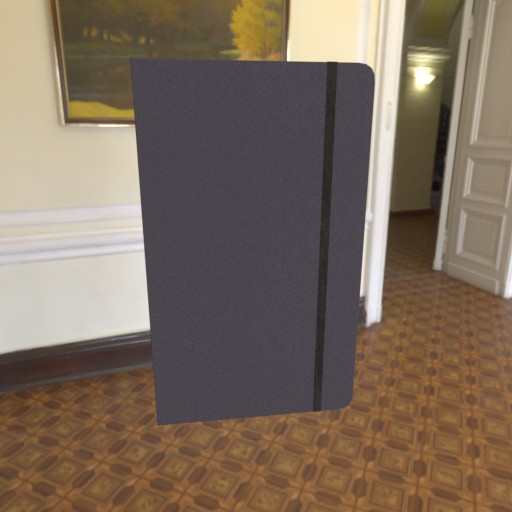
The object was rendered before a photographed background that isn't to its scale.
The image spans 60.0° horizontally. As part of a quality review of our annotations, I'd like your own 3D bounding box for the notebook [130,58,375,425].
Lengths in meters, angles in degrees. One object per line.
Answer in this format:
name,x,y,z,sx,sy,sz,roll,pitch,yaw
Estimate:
notebook,0.000,0.000,0.263,0.127,0.213,0.016,-2,17,-8
